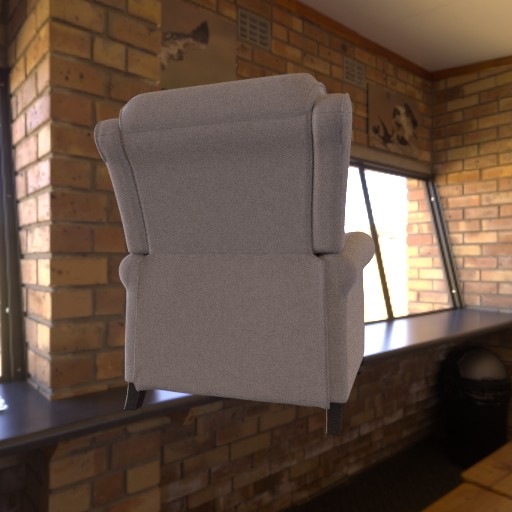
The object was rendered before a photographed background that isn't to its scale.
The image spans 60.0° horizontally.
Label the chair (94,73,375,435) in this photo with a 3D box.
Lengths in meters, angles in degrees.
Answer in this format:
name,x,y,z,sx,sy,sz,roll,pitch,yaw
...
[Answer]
name,x,y,z,sx,sy,sz,roll,pitch,yaw
chair,0.000,0.000,1.711,0.859,1.046,0.919,0,0,18
